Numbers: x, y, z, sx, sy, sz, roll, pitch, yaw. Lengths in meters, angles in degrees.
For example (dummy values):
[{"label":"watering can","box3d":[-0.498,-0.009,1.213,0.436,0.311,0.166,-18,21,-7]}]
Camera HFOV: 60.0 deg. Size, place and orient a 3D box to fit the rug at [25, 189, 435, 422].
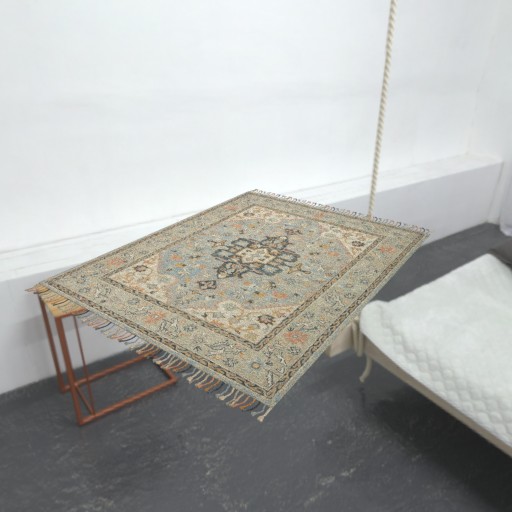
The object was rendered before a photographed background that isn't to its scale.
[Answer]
[{"label":"rug","box3d":[0.000,0.000,4.171,2.379,0.011,3.221,18,32,32]}]
